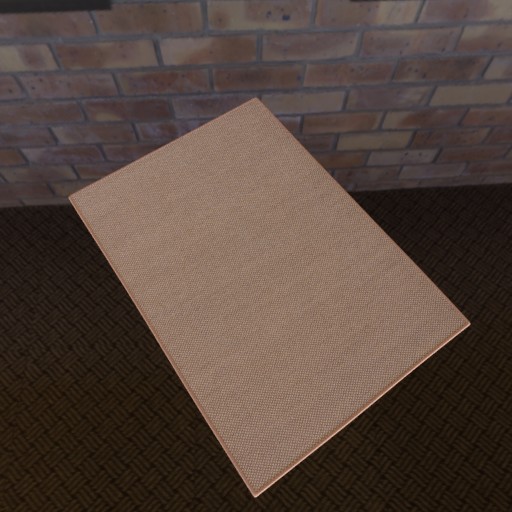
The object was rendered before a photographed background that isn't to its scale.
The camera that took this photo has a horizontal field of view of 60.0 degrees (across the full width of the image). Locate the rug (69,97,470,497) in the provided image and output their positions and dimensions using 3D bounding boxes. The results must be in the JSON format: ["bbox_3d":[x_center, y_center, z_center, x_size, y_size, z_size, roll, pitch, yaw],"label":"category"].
[{"bbox_3d":[0.000,0.000,2.725,1.524,0.013,2.134,-33,69,-14],"label":"rug"}]
